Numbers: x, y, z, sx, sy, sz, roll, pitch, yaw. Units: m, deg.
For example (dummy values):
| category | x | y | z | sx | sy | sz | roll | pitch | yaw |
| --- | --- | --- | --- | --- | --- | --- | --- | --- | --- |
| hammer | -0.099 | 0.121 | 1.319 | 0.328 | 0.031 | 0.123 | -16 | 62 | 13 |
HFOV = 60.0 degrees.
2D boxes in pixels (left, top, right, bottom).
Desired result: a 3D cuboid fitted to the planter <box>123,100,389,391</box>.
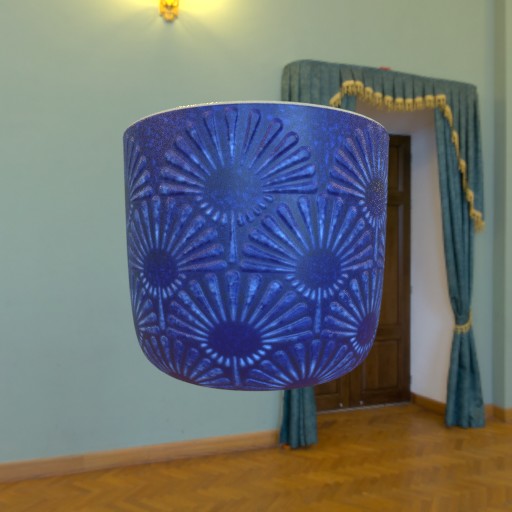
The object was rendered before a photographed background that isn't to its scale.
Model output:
| category | x | y | z | sx | sy | sz | roll | pitch | yaw |
| --- | --- | --- | --- | --- | --- | --- | --- | --- | --- |
| planter | 0.000 | 0.000 | 0.215 | 0.124 | 0.109 | 0.124 | 0 | 0 | 0 |
